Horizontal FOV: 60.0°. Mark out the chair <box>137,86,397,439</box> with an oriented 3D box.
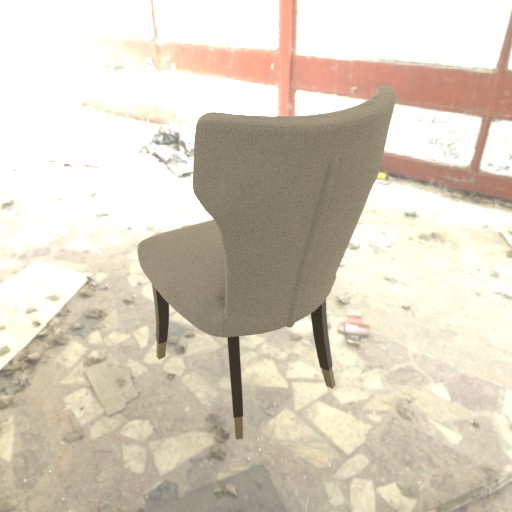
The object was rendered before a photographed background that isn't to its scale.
[{"bbox_3d":[0.000,0.000,1.292,0.526,0.950,0.630,-19,36,-28],"label":"chair"}]
